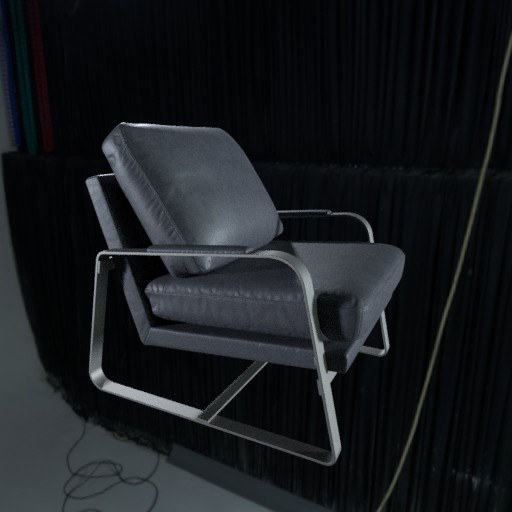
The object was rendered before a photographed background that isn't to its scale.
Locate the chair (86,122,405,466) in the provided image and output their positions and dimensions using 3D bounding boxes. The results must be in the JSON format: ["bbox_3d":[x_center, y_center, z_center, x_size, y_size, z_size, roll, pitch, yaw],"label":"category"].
[{"bbox_3d":[0.000,0.000,1.467,0.878,0.839,0.692,7,17,26],"label":"chair"}]
